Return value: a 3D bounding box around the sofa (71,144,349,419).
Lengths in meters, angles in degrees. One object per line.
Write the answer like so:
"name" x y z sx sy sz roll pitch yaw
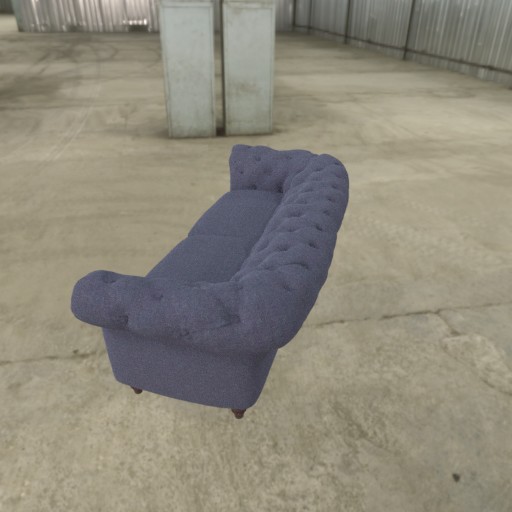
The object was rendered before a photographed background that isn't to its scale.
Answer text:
"sofa" 0.000 0.000 2.900 1.046 0.836 2.335 8 31 14
